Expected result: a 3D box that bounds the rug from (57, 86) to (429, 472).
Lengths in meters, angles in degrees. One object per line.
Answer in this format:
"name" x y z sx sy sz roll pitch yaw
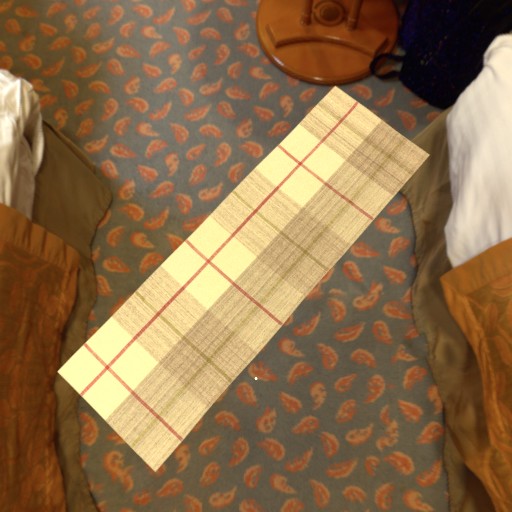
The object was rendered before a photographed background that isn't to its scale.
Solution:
"rug" 0.000 0.000 2.615 0.762 0.013 2.439 40 78 10
